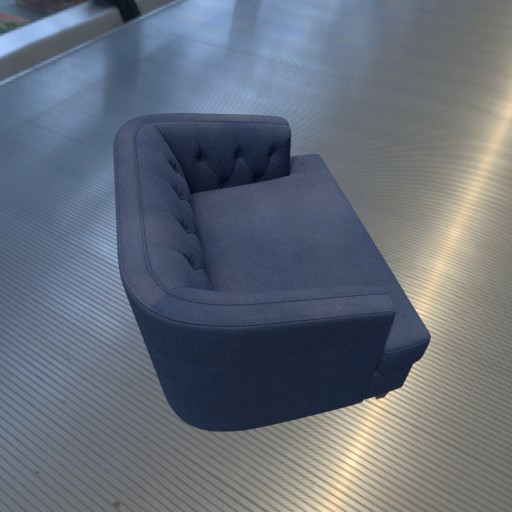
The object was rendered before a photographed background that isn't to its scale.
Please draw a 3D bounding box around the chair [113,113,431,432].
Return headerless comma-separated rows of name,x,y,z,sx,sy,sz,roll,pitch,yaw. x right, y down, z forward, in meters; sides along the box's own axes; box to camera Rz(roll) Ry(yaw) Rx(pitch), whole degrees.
chair,0.000,0.000,1.741,0.914,0.787,1.118,-10,47,-10
